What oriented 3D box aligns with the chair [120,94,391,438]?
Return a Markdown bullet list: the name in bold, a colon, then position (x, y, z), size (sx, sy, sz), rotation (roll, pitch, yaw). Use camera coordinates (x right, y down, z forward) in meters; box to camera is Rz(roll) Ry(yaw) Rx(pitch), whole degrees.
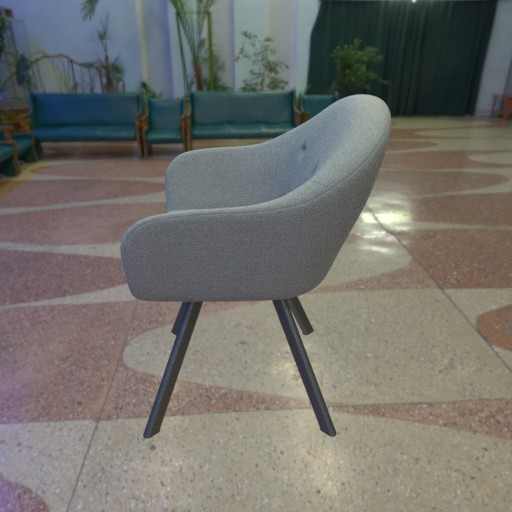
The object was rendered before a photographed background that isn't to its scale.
- **chair**: position (0.000, 0.000, 1.141), size (0.570, 0.780, 0.540), rotation (0, 26, -1)
